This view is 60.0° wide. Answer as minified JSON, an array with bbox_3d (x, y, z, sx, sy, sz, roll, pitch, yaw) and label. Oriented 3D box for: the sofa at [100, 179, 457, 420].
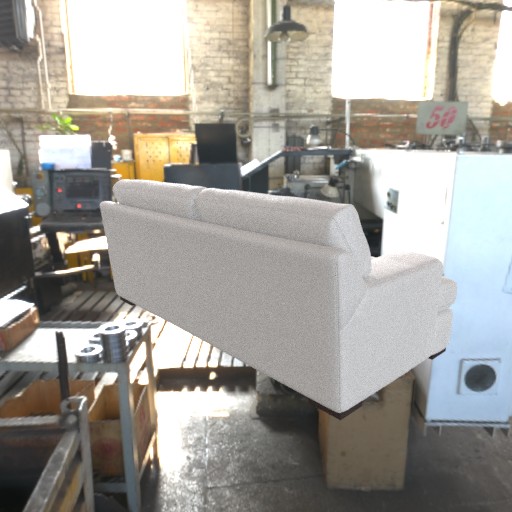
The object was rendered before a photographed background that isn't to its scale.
[{"bbox_3d":[0.000,0.000,2.894,1.143,0.940,2.261,-12,19,-41],"label":"sofa"}]
